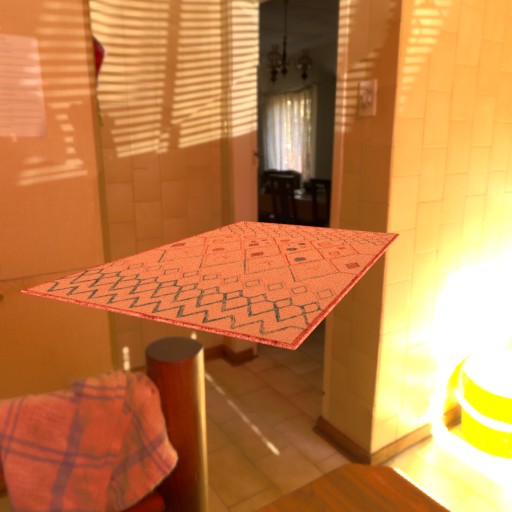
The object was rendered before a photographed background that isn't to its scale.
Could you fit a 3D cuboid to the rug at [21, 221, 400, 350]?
[{"bbox_3d":[0.000,0.000,3.031,1.524,0.015,2.438,7,15,25],"label":"rug"}]
